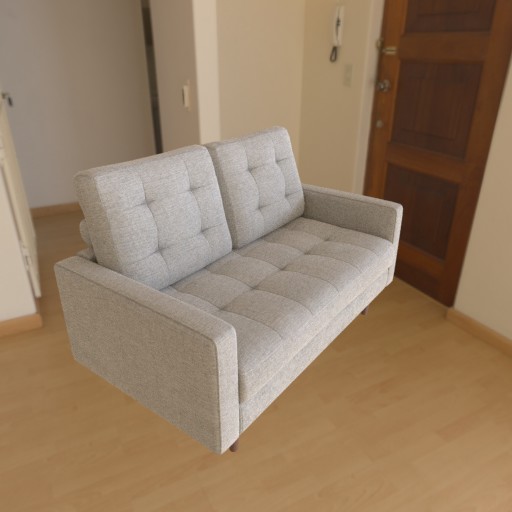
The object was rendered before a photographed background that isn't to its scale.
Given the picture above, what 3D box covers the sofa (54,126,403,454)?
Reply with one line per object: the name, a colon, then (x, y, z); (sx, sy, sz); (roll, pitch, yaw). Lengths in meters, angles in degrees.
sofa: (0.000, 0.000, 1.930); (0.842, 0.907, 1.407); (18, 31, 33)
